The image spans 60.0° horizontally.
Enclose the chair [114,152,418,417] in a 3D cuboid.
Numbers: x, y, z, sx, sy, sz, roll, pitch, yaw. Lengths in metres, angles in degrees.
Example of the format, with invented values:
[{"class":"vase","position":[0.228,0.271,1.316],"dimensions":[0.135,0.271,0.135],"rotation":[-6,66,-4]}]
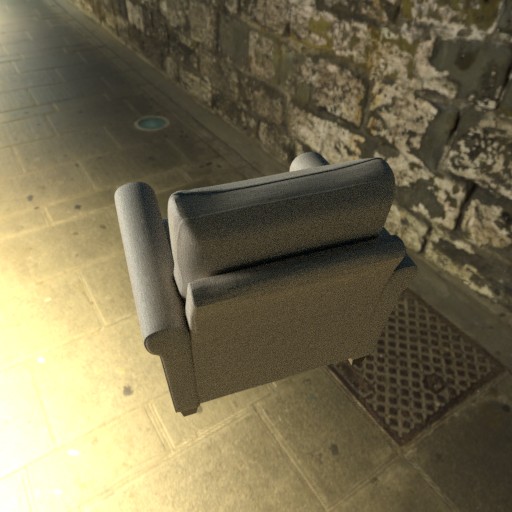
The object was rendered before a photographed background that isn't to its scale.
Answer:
[{"class":"chair","position":[0.000,0.000,2.303],"dimensions":[1.275,1.349,1.180],"rotation":[-13,43,-14]}]
